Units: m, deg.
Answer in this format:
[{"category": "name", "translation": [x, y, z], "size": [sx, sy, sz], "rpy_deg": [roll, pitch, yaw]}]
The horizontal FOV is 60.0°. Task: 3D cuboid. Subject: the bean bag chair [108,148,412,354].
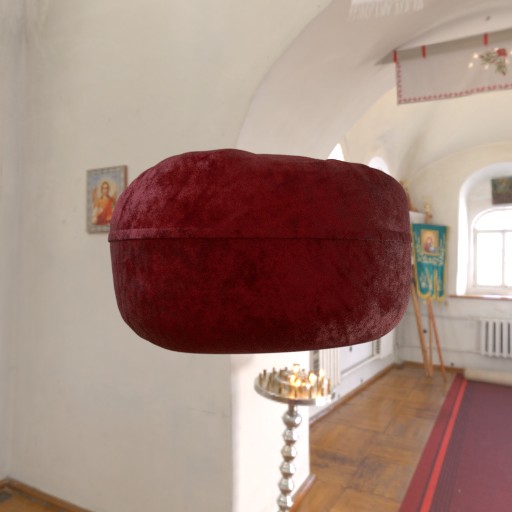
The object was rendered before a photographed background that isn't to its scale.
[{"category": "bean bag chair", "translation": [0.000, 0.000, 2.422], "size": [1.524, 0.878, 1.524], "rpy_deg": [0, 0, -16]}]
